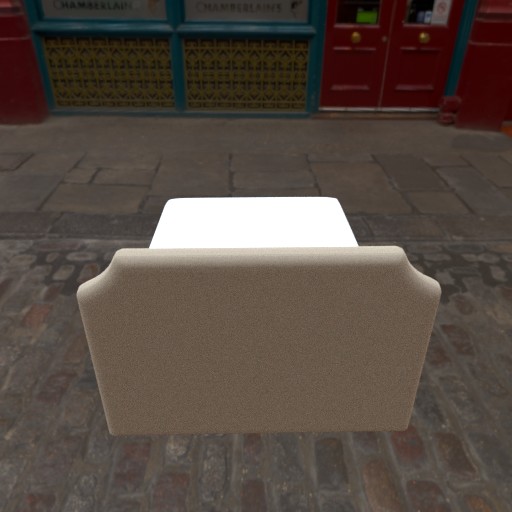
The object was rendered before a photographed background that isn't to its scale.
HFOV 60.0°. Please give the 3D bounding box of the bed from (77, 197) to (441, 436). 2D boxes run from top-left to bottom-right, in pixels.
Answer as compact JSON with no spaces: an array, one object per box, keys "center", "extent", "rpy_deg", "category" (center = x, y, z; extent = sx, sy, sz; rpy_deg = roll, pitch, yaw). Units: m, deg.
[{"center":[0.000,0.000,3.330],"extent":[1.828,1.301,2.204],"rpy_deg":[-1,31,-1],"category":"bed"}]
